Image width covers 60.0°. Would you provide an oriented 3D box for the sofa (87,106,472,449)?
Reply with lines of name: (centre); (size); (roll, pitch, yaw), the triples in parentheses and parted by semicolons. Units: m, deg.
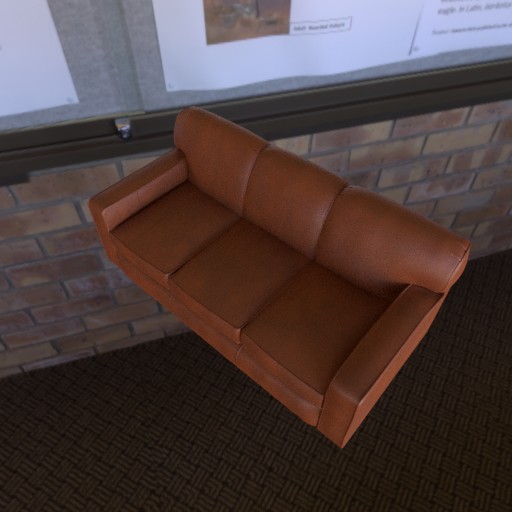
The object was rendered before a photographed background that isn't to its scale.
sofa: (0.000, 0.000, 2.678); (2.039, 0.953, 1.008); (33, 56, 26)
